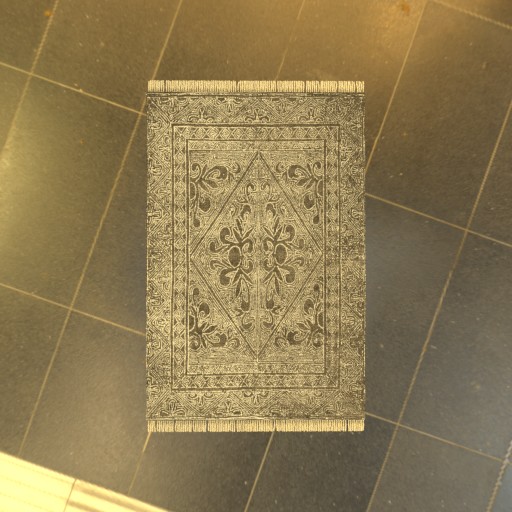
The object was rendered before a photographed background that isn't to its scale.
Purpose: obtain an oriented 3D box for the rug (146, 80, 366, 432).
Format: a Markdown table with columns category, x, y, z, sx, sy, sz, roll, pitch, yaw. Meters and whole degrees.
| category | x | y | z | sx | sy | sz | roll | pitch | yaw |
| --- | --- | --- | --- | --- | --- | --- | --- | --- | --- |
| rug | 0.000 | 0.000 | 3.083 | 1.529 | 0.010 | 2.440 | 0 | 90 | -1 |
